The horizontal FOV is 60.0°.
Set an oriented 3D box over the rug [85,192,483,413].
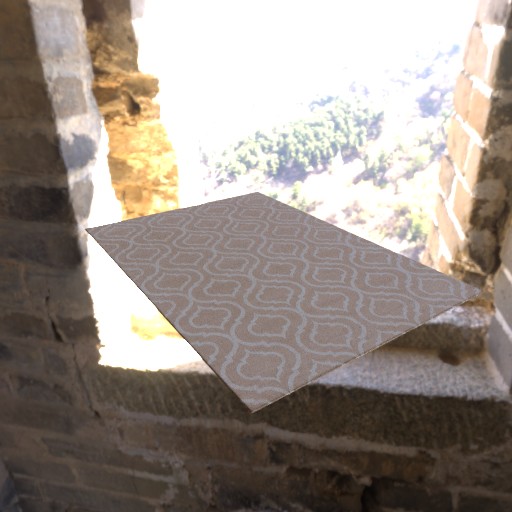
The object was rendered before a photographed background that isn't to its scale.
[{"bbox_3d":[0.000,0.000,2.797,1.524,0.010,2.134,-17,31,-31],"label":"rug"}]
